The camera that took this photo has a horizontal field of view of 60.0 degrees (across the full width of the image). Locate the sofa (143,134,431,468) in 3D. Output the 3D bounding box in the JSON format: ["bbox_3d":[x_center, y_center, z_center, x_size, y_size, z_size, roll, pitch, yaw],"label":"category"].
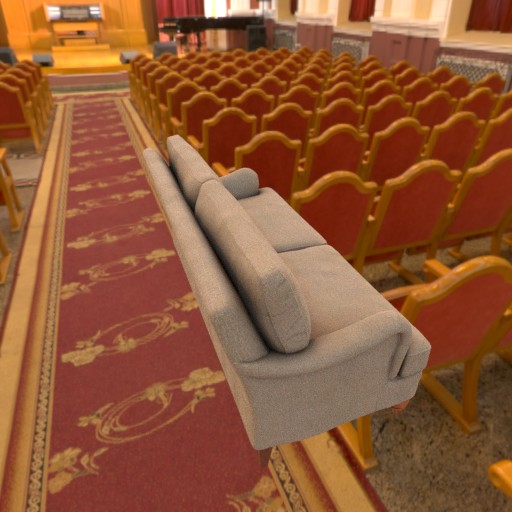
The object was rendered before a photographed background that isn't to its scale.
[{"bbox_3d":[0.000,0.000,2.790,1.069,1.096,2.193,-10,31,-16],"label":"sofa"}]
